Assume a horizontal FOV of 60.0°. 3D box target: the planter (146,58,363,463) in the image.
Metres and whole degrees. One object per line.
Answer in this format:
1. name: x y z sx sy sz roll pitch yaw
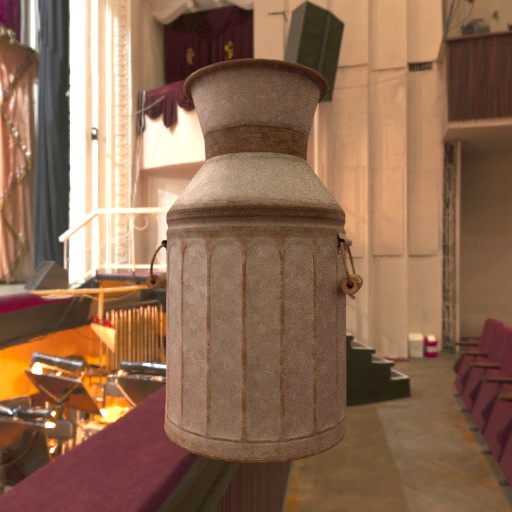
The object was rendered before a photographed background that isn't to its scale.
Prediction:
1. planter: 0.000 0.000 0.526 0.245 0.396 0.214 0 0 16
